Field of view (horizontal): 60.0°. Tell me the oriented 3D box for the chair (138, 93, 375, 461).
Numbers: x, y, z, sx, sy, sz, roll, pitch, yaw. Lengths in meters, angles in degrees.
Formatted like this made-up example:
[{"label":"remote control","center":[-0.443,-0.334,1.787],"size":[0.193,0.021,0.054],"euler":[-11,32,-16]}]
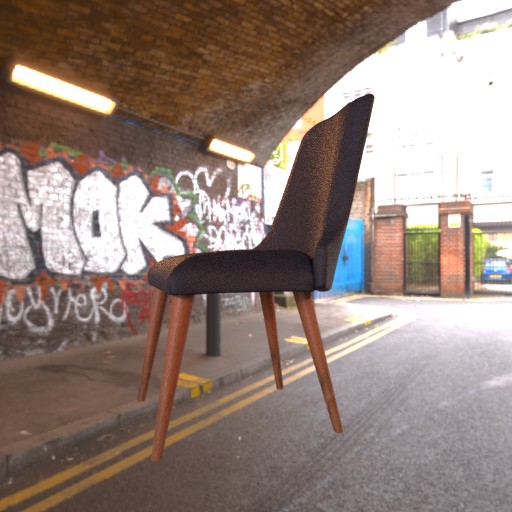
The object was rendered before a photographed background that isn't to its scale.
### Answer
[{"label":"chair","center":[0.000,0.000,1.154],"size":[0.567,0.820,0.504],"euler":[0,-1,-19]}]
